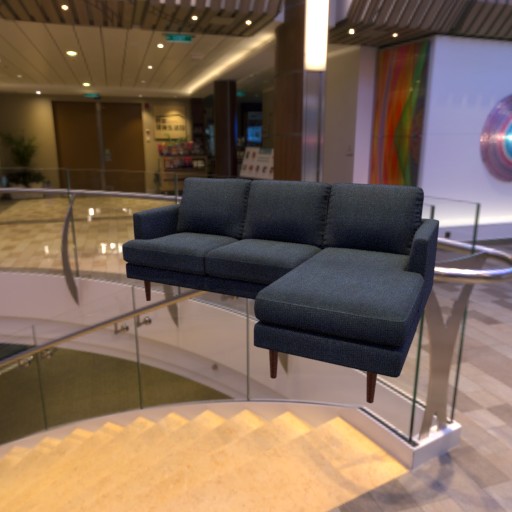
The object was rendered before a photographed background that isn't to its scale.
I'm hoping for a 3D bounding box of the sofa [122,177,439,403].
[{"bbox_3d":[0.000,0.000,3.088,2.233,0.956,1.504,7,16,26],"label":"sofa"}]
